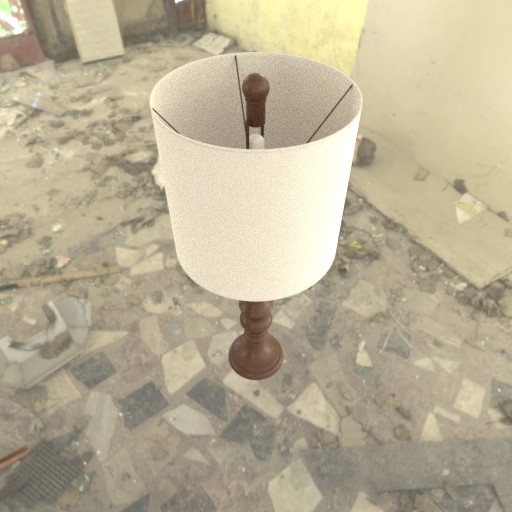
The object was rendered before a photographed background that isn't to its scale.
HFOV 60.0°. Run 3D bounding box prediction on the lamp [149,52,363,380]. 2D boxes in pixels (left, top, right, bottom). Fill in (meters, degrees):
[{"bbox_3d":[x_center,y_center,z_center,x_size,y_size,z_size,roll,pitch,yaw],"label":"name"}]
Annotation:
[{"bbox_3d":[0.000,0.000,0.723,0.250,0.597,0.250,-10,46,-10],"label":"lamp"}]
